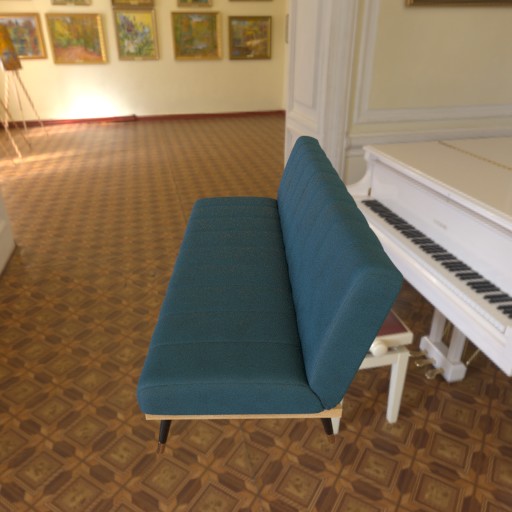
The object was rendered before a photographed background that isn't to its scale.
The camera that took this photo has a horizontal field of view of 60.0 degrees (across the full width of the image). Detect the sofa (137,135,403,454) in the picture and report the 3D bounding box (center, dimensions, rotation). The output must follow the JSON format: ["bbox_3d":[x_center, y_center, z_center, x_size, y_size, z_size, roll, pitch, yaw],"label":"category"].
[{"bbox_3d":[0.000,0.000,2.231,0.830,0.825,1.810,0,27,-1],"label":"sofa"}]
